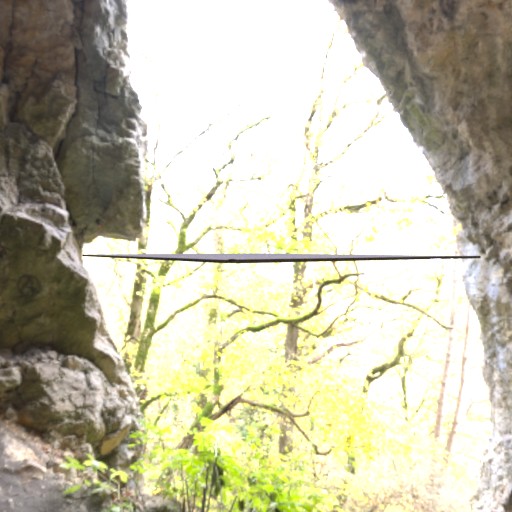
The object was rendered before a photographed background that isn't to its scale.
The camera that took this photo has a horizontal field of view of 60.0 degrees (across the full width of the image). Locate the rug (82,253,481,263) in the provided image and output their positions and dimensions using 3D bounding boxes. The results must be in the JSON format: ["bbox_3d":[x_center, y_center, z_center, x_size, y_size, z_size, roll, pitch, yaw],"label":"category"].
[{"bbox_3d":[0.000,0.000,4.212,2.449,0.025,3.049,-1,1,-35],"label":"rug"}]
